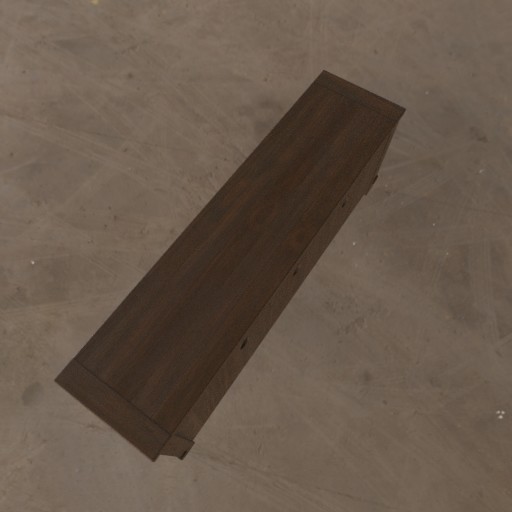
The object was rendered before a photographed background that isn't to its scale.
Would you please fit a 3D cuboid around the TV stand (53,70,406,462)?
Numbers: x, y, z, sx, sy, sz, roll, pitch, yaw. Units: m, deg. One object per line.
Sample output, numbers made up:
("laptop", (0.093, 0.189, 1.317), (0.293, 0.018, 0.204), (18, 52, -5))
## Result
("TV stand", (0.000, 0.000, 2.118), (0.471, 0.615, 1.866), (32, 68, 14))
